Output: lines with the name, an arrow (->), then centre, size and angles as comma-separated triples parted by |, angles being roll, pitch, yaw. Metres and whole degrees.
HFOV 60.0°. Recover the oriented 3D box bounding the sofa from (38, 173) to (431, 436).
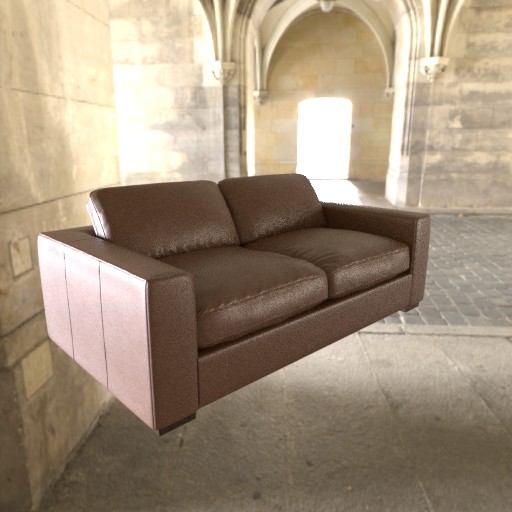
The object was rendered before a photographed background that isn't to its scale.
sofa -> 0.000, 0.000, 2.418 | 1.920, 0.800, 1.070 | -13, 20, -41
